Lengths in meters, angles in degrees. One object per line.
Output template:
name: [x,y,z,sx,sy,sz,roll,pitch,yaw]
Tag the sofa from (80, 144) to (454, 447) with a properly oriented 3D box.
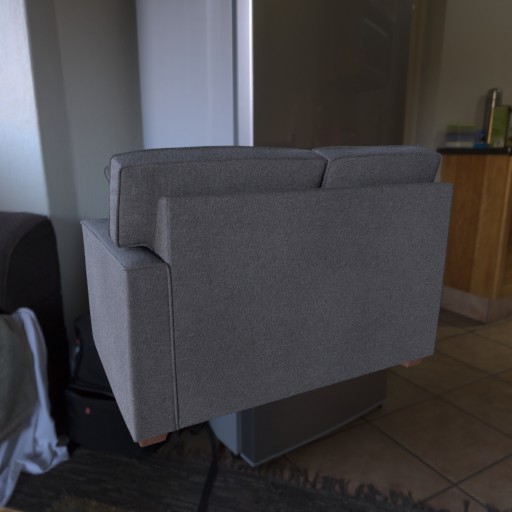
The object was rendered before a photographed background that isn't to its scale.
sofa: [0.000,0.000,2.029,1.388,0.989,0.991,-7,15,-26]
